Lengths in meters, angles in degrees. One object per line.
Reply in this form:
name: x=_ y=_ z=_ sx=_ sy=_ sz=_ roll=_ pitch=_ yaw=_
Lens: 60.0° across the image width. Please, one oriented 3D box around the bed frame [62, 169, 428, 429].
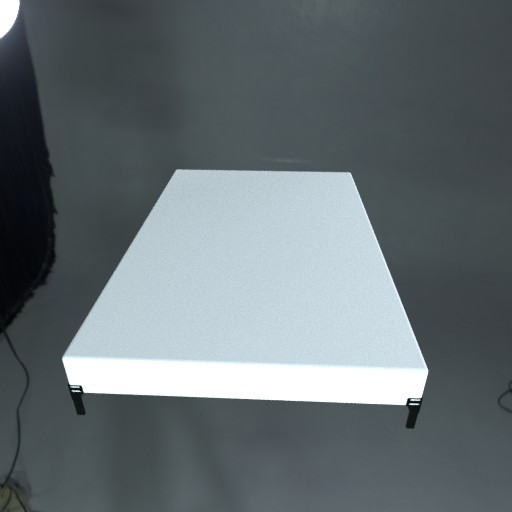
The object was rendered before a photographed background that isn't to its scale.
bed frame: x=0.000 y=0.000 z=3.689 sx=1.930 sy=0.440 sz=2.987 roll=1 pitch=30 yaw=2
